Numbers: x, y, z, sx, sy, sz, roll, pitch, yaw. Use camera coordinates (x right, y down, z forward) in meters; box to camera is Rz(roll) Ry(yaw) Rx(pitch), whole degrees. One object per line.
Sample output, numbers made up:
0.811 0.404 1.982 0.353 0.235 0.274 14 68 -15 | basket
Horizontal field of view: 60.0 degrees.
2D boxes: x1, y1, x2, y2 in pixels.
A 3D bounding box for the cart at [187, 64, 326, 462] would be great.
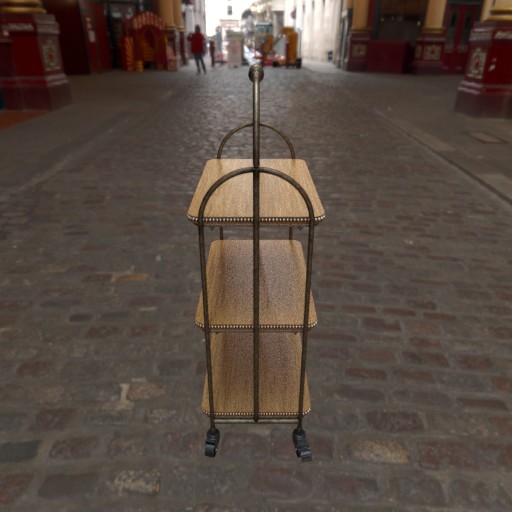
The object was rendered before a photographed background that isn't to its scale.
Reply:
0.000 0.000 1.330 0.330 1.052 0.650 0 27 0 | cart
